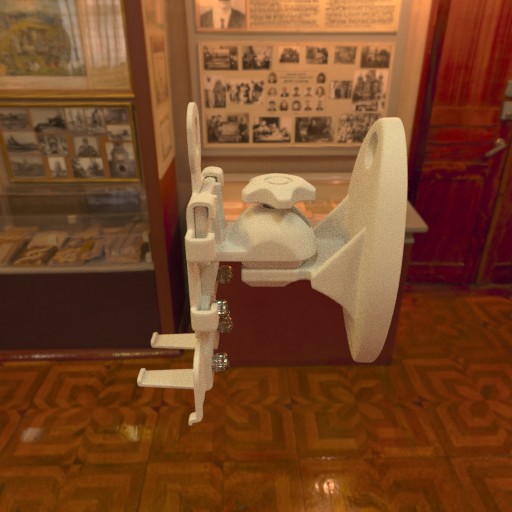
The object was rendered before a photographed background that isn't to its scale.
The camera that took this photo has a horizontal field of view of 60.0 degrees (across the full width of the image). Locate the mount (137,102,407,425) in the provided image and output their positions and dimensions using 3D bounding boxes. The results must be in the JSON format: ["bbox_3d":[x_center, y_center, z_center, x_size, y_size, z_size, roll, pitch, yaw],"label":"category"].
[{"bbox_3d":[0.000,0.000,0.179,0.100,0.118,0.066,0,27,0],"label":"mount"}]
